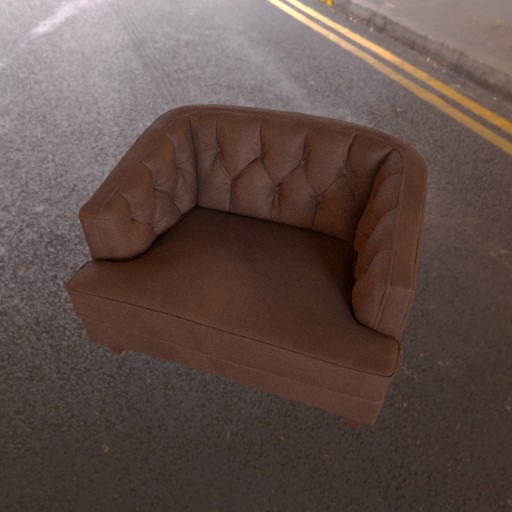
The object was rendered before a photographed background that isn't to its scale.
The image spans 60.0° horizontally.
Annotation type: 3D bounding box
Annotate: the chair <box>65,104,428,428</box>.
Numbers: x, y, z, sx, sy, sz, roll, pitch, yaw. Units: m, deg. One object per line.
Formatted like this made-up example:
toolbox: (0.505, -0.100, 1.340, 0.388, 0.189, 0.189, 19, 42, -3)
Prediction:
chair: (0.000, 0.000, 1.687, 1.118, 0.787, 0.914, 13, 43, 14)
